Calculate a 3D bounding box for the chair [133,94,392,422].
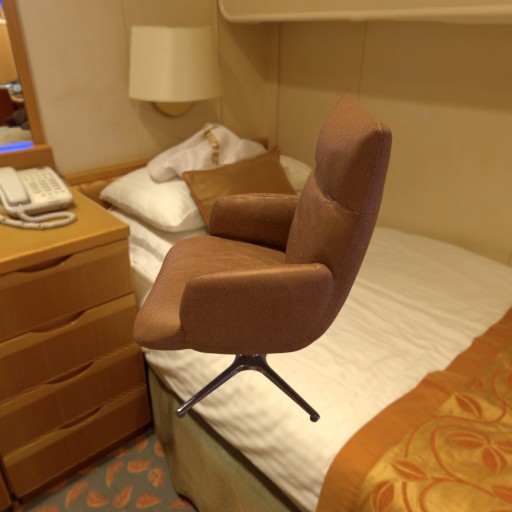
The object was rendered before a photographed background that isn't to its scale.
[{"bbox_3d":[0.000,0.000,1.578,0.794,1.027,0.711,1,27,2],"label":"chair"}]
